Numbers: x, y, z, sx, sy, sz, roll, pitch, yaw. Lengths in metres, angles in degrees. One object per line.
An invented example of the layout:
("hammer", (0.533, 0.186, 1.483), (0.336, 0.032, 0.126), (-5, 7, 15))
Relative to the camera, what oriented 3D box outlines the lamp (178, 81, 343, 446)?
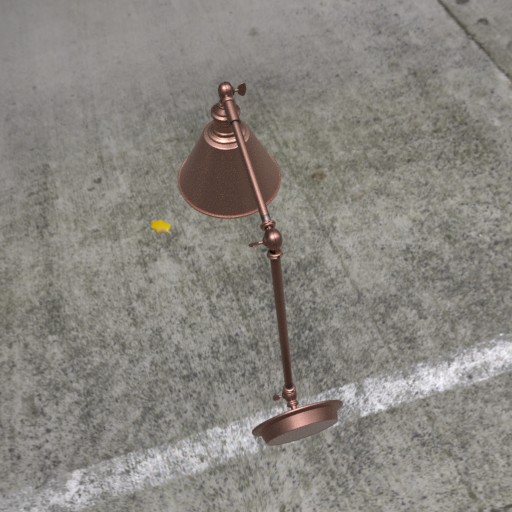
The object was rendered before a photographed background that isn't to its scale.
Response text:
("lamp", (0.000, 0.000, 0.872), (0.223, 0.502, 0.624), (-14, 59, -9))
